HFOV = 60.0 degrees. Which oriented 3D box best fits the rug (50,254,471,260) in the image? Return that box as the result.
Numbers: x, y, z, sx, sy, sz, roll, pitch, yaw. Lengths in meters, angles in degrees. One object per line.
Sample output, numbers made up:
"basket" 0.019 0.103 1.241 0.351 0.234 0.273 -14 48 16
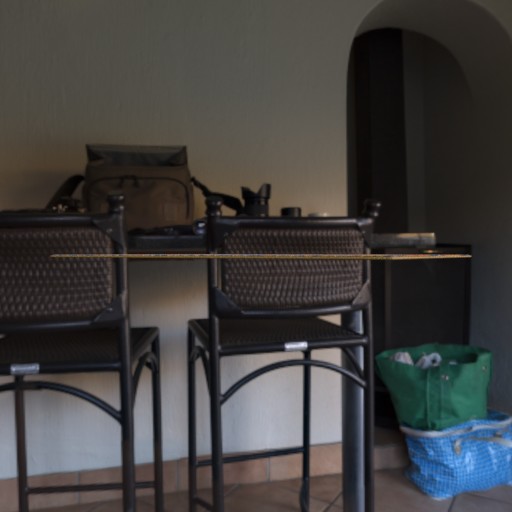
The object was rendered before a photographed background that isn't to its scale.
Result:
"rug" 0.000 0.000 2.203 1.758 0.013 1.148 0 0 36
